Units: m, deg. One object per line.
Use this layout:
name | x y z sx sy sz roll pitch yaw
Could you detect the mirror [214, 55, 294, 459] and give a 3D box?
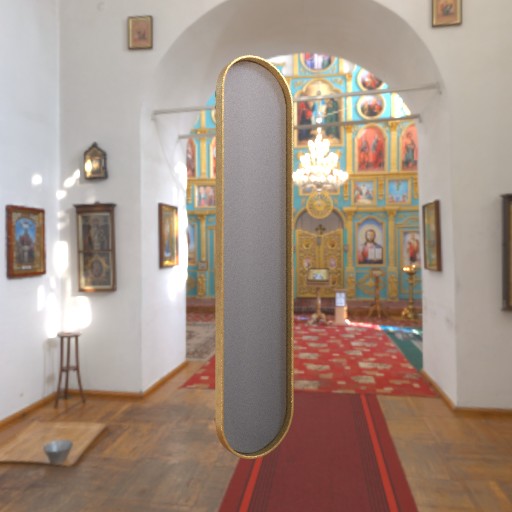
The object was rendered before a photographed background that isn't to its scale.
mirror | 0.000 0.000 1.108 0.222 0.991 0.032 1 -1 -37
